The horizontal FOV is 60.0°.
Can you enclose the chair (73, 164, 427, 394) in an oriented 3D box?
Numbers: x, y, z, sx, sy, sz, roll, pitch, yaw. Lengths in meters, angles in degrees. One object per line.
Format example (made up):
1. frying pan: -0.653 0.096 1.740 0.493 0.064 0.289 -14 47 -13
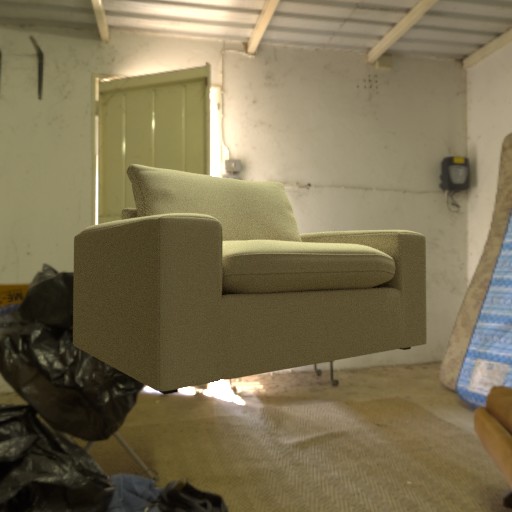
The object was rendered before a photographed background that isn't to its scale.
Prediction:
1. chair: 0.000 0.000 2.107 1.398 0.915 1.039 1 -2 -36
